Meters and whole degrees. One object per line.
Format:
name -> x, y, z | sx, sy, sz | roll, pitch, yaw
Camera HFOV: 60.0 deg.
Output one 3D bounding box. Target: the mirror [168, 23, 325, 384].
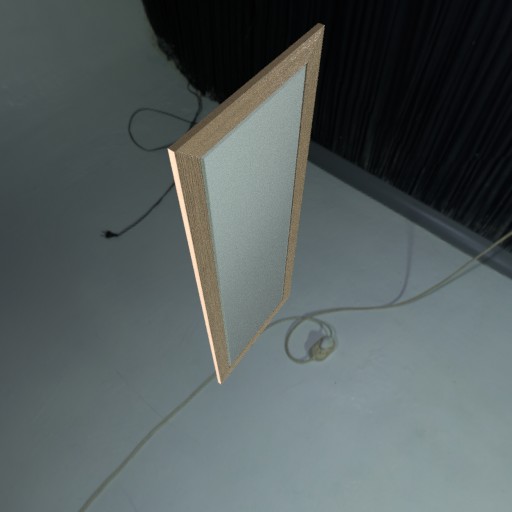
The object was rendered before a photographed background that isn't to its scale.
mirror -> 0.000, 0.000, 2.267 | 0.026, 2.031, 0.812 | 31, 61, 19
